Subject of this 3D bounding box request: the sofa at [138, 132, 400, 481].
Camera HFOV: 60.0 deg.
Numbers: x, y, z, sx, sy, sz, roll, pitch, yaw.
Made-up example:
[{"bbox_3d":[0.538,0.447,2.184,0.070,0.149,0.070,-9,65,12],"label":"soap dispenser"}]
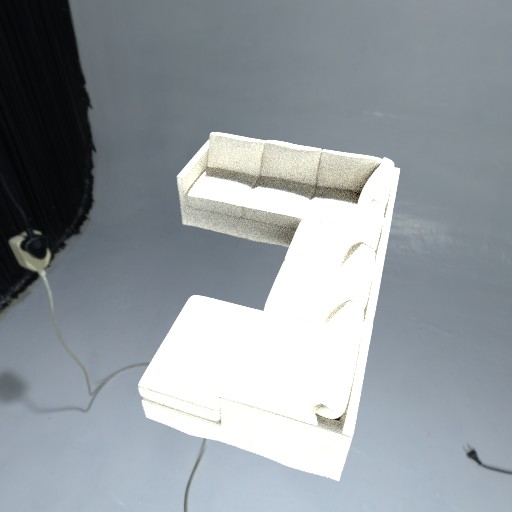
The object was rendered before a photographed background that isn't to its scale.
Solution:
[{"bbox_3d":[0.000,0.000,4.440,2.427,0.882,3.460,13,44,14],"label":"sofa"}]
